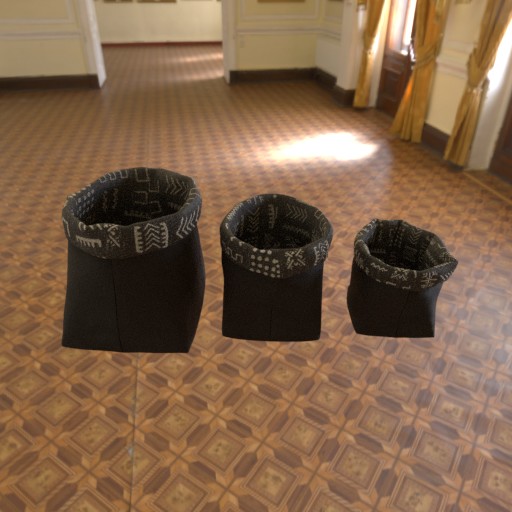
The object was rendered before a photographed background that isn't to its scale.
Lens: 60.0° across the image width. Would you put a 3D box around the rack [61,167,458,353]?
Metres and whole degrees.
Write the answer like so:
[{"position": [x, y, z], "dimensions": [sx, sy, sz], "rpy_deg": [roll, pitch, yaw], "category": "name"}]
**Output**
[{"position": [0.000, 0.000, 1.084], "dimensions": [0.905, 0.323, 0.379], "rpy_deg": [1, 32, 2], "category": "rack"}]
